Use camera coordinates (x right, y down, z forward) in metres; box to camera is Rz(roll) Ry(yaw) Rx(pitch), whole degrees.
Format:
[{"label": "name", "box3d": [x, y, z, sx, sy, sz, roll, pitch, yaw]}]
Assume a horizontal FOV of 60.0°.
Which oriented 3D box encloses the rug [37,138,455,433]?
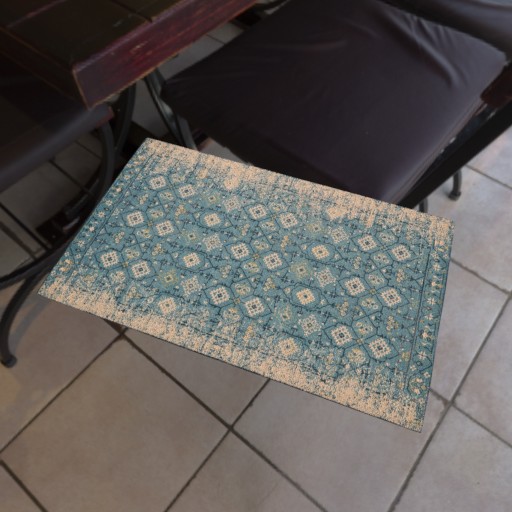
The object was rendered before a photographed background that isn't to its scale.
[{"label": "rug", "box3d": [0.000, 0.000, 2.174, 1.795, 0.008, 1.102, 17, 60, 11]}]
